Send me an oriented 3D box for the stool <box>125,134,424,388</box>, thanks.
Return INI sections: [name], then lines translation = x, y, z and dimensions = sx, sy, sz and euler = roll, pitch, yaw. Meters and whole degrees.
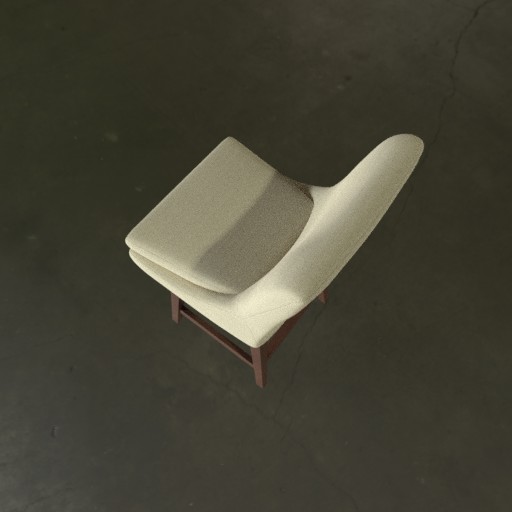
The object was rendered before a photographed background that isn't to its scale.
[stool]
translation = 0.000, 0.000, 1.303
dimensions = 0.559, 0.991, 0.483
euler = 34, 68, 16
